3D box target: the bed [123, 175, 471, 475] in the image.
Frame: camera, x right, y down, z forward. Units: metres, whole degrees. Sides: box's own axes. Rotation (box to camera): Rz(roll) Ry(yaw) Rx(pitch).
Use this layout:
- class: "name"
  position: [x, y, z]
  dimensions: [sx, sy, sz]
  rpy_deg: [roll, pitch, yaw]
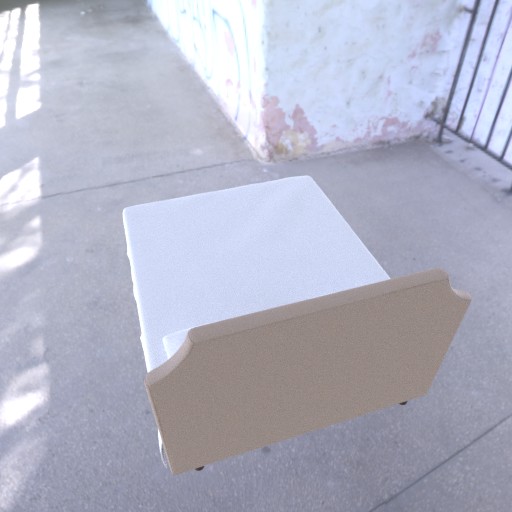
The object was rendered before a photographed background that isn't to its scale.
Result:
- class: "bed"
  position: [0.000, 0.000, 4.047]
  dimensions: [2.350, 1.590, 2.773]
  rpy_deg: [-12, 43, -13]
